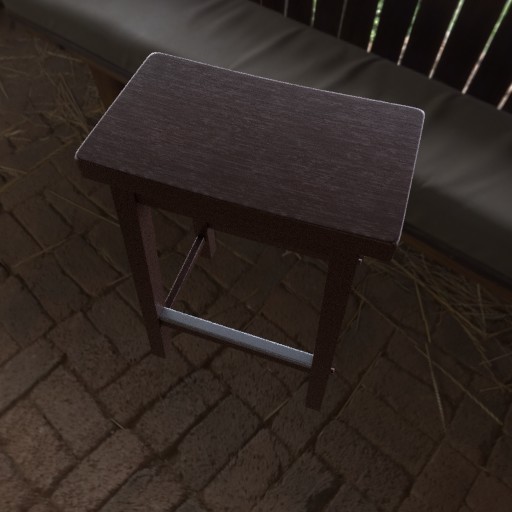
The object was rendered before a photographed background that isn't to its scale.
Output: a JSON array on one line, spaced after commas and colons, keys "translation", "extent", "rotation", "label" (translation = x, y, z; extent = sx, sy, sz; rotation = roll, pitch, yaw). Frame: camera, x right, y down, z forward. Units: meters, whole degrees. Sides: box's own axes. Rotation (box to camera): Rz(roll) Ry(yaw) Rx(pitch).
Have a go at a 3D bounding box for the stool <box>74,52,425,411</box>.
[{"translation": [0.000, 0.000, 0.831], "extent": [0.406, 0.610, 0.322], "rotation": [16, 60, 10], "label": "stool"}]
